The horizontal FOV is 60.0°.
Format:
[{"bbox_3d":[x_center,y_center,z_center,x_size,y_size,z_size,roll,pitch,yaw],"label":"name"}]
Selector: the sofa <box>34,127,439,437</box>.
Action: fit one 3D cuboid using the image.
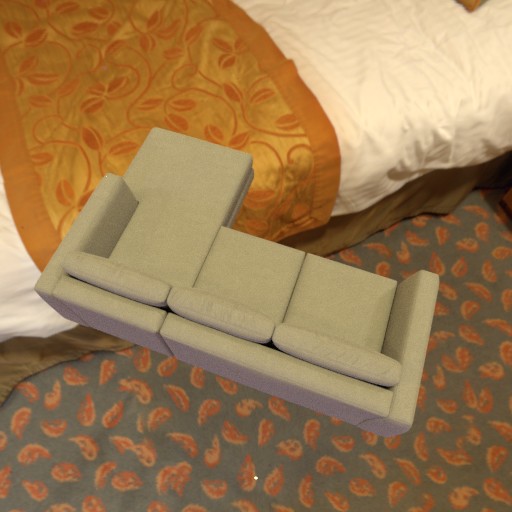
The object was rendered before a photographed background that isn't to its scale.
[{"bbox_3d":[0.000,0.000,2.985,2.300,0.860,1.580,18,65,9],"label":"sofa"}]
